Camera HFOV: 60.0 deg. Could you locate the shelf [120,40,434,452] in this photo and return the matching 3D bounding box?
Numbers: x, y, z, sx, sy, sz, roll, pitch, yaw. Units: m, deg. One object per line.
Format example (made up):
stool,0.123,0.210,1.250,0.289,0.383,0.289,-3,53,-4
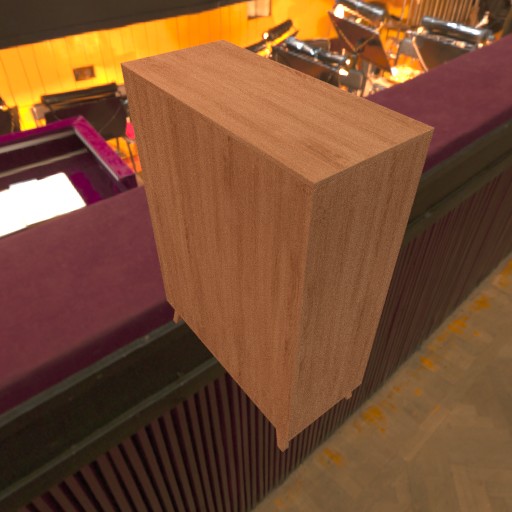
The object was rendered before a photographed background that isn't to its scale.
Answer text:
shelf,0.000,0.000,1.853,0.450,1.390,1.000,-27,49,-27
